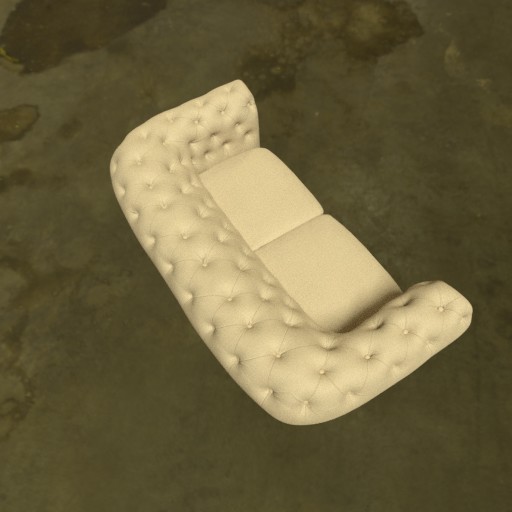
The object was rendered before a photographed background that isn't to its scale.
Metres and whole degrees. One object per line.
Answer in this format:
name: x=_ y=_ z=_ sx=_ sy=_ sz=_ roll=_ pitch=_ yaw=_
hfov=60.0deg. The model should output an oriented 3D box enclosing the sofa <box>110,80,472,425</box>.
sofa: x=0.000 y=0.000 z=2.509 sx=1.069 sy=0.835 sz=1.988 roll=-29 pitch=62 yaw=-17
